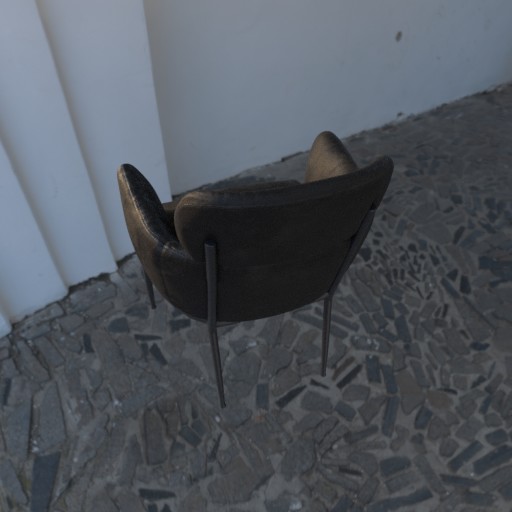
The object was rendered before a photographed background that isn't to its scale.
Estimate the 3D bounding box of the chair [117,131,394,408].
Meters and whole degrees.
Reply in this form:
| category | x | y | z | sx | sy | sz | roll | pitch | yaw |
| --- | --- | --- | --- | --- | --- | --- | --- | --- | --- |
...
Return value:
| category | x | y | z | sx | sy | sz | roll | pitch | yaw |
| --- | --- | --- | --- | --- | --- | --- | --- | --- | --- |
| chair | 0.000 | 0.000 | 1.233 | 0.640 | 0.818 | 0.604 | -13 | 44 | -14 |
